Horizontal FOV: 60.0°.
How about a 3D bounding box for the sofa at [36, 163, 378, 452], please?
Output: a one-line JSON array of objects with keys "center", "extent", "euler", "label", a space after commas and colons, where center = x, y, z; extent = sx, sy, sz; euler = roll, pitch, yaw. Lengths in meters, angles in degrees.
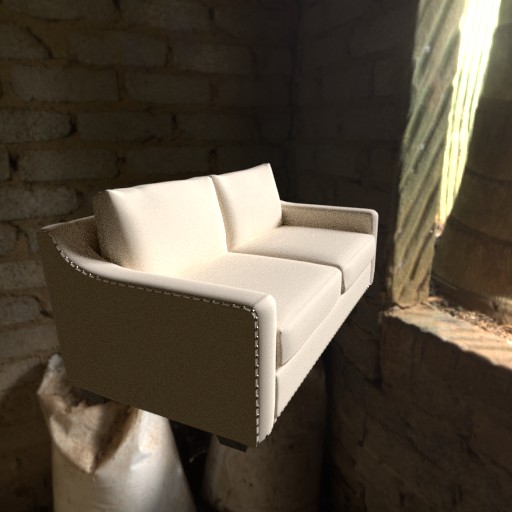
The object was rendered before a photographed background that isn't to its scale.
[{"center": [0.000, 0.000, 2.299], "extent": [0.949, 0.830, 1.812], "euler": [8, 18, 25], "label": "sofa"}]
